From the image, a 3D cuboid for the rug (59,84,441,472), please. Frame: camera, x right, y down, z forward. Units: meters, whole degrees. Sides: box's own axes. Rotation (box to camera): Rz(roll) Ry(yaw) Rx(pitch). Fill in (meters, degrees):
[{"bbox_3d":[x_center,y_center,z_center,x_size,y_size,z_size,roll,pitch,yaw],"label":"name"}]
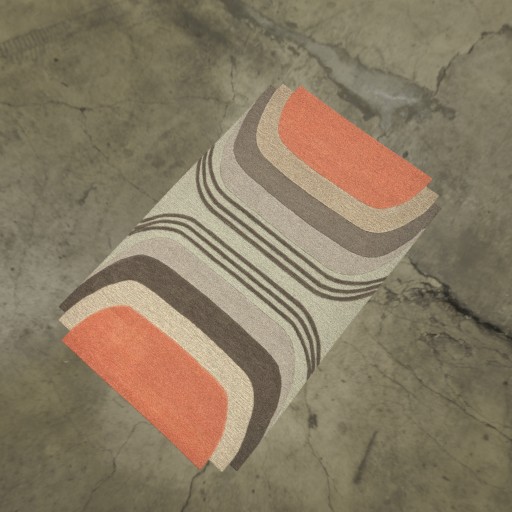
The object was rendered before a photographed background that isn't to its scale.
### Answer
[{"bbox_3d":[0.000,0.000,2.964,1.530,0.017,2.446,39,79,9],"label":"rug"}]
